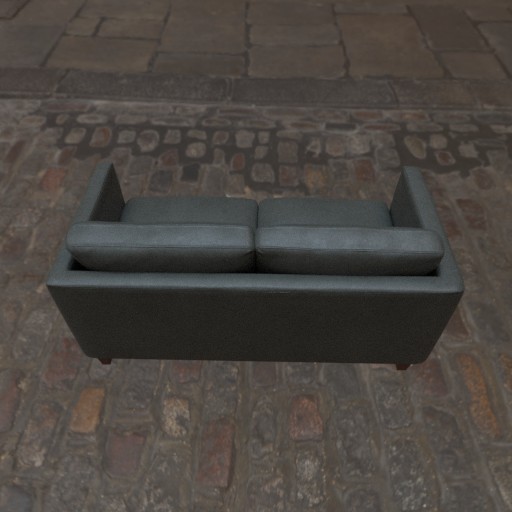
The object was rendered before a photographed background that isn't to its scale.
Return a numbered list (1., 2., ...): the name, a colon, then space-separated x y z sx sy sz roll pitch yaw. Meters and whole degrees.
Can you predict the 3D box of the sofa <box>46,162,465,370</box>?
1. sofa: 0.000 0.000 2.470 1.883 0.933 0.951 1 48 1
